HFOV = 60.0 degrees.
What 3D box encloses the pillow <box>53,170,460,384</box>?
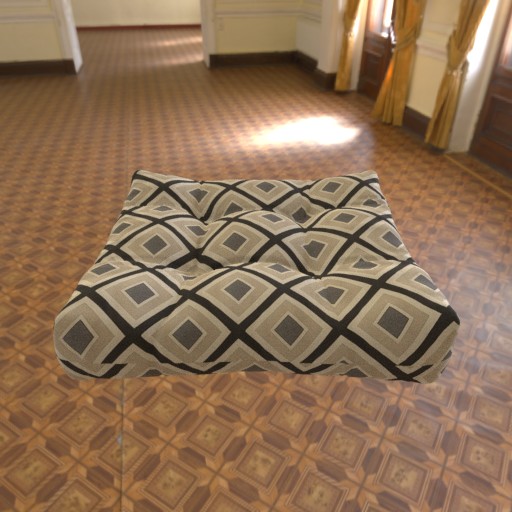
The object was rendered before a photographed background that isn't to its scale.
[{"bbox_3d":[0.000,0.000,0.714,0.490,0.128,0.468,0,33,0],"label":"pillow"}]
